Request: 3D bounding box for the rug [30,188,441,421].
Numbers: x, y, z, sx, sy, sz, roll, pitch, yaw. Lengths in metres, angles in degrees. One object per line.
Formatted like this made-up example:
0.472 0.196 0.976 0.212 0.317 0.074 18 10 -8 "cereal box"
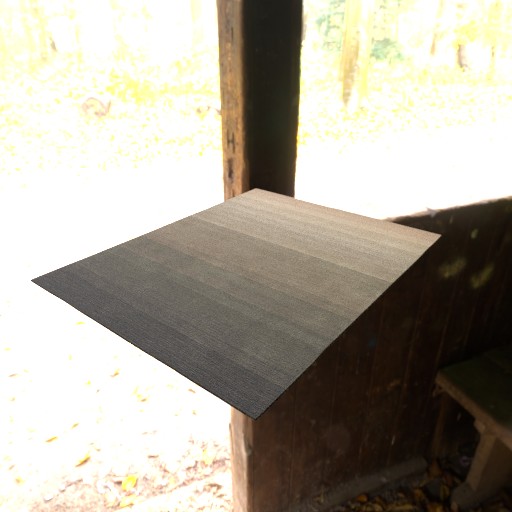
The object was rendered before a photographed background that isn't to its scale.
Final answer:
0.000 0.000 3.937 2.315 0.015 2.932 20 33 33 "rug"
